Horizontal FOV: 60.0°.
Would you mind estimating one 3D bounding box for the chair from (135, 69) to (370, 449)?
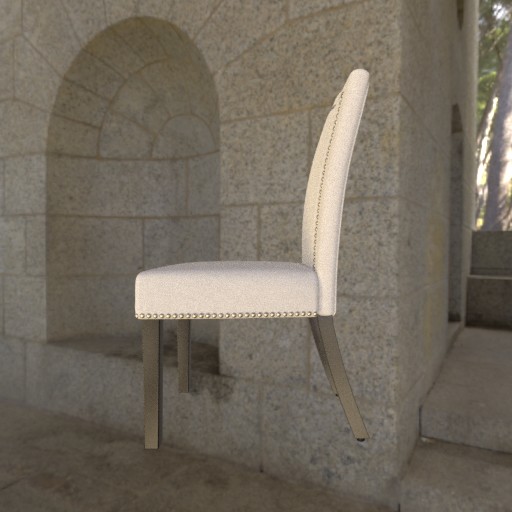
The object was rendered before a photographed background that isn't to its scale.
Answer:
[{"bbox_3d":[0.000,0.000,1.314,0.589,0.946,0.518,0,1,1],"label":"chair"}]
